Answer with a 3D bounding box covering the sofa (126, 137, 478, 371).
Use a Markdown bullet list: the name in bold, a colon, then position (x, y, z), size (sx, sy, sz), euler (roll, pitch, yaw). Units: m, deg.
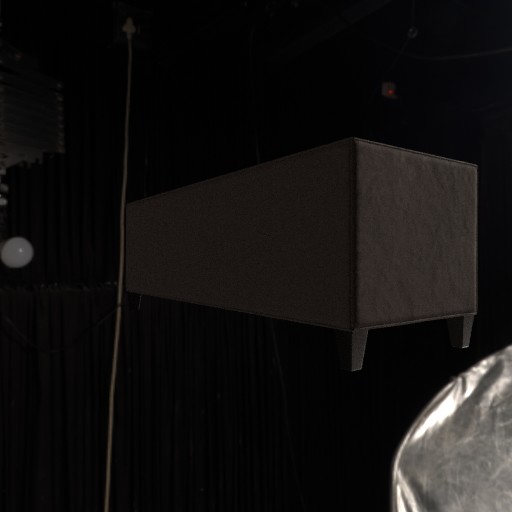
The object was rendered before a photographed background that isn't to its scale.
- **sofa**: position (0.000, 0.000, 2.515), size (0.775, 0.762, 2.159), euler (0, 0, -35)
